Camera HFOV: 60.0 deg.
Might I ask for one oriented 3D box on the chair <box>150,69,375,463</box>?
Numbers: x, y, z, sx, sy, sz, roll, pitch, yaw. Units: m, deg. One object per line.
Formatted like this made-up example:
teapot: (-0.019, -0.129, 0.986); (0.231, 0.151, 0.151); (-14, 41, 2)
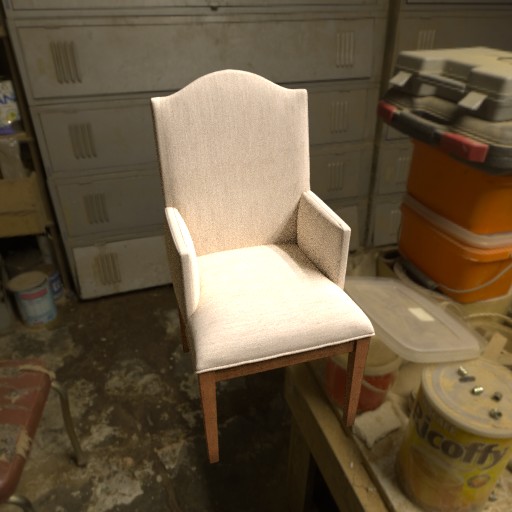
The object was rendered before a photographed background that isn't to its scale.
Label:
chair: (0.000, 0.000, 1.398); (0.533, 1.016, 0.641); (-9, 32, -14)
